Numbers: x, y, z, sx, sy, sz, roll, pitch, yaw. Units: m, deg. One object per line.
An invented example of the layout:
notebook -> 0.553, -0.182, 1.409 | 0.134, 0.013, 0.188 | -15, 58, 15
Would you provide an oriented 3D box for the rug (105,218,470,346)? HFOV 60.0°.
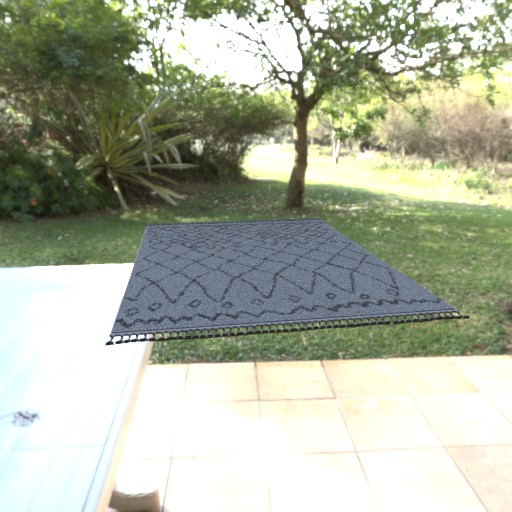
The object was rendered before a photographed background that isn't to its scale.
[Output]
rug -> 0.000, 0.000, 2.994 | 1.613, 0.017, 2.312 | -3, 16, -9
